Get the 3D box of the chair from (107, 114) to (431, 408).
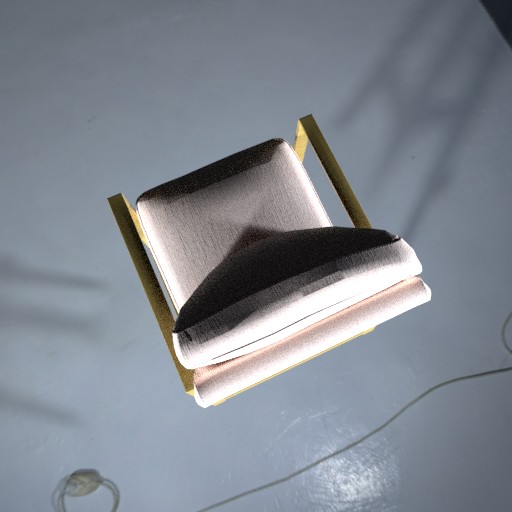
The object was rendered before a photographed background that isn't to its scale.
[{"bbox_3d":[0.000,0.000,1.530,0.758,0.956,0.813,-24,77,-6],"label":"chair"}]
